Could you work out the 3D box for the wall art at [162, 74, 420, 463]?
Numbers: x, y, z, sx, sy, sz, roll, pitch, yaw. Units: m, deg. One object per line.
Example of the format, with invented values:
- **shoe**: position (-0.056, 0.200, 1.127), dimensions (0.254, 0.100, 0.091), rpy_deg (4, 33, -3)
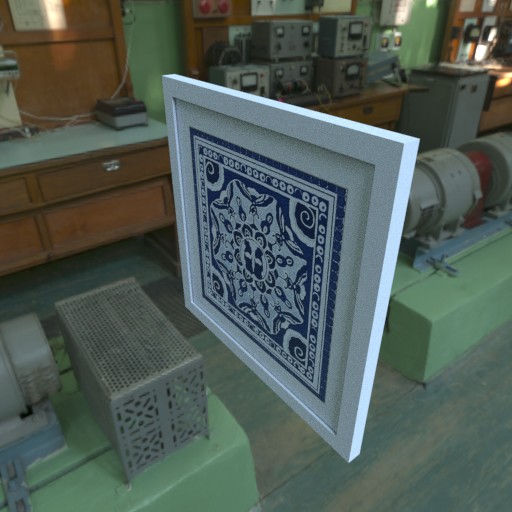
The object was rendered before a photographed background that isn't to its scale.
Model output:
- **wall art**: position (0.000, 0.000, 0.819), dimensions (0.028, 0.559, 0.559), rpy_deg (-22, 37, -32)
